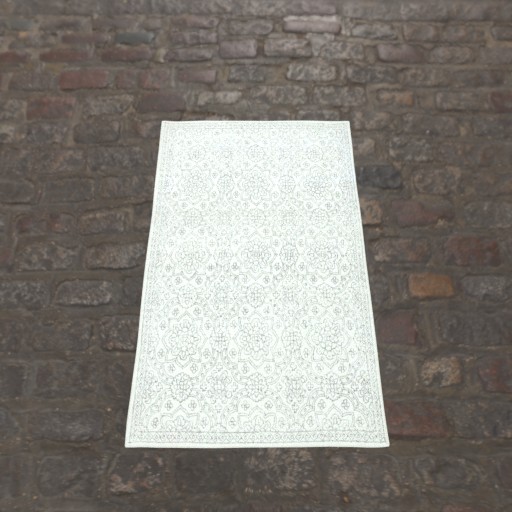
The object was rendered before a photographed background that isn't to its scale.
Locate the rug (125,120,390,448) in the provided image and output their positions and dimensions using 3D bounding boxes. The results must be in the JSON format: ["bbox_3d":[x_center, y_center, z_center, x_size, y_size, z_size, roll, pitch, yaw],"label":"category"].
[{"bbox_3d":[0.000,0.000,3.059,1.518,0.023,2.434,0,64,0],"label":"rug"}]
